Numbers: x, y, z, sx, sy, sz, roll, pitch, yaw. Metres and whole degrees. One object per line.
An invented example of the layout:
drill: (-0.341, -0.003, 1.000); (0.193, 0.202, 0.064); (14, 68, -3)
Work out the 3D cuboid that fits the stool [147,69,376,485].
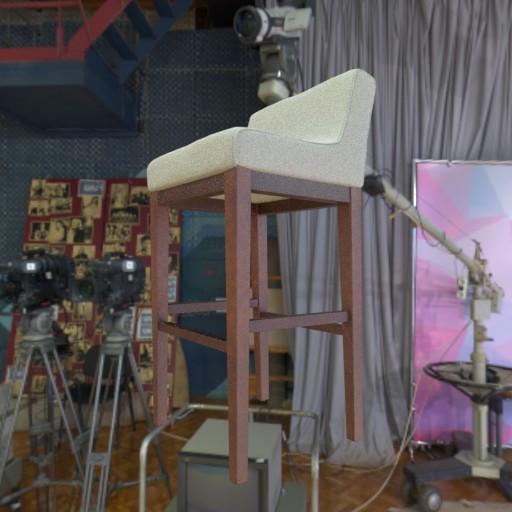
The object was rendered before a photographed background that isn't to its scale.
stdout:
stool: (0.000, 0.000, 1.312); (0.500, 1.037, 0.511); (0, 0, -36)
